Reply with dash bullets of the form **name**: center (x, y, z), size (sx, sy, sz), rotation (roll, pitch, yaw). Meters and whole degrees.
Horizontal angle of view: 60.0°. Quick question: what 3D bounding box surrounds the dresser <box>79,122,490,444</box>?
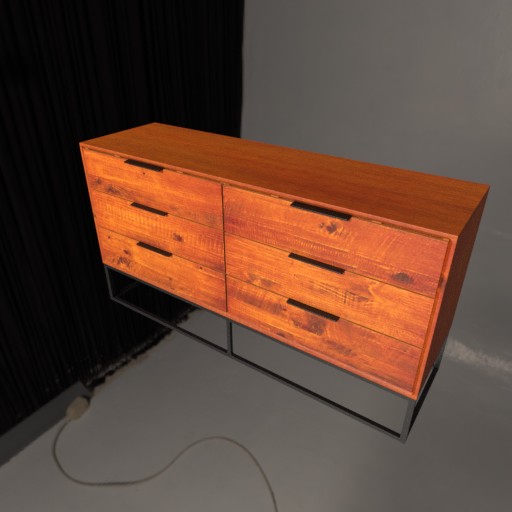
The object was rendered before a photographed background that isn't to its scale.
- **dresser**: center (0.000, 0.000, 1.857), size (1.536, 0.810, 0.464), rotation (19, 35, 29)
